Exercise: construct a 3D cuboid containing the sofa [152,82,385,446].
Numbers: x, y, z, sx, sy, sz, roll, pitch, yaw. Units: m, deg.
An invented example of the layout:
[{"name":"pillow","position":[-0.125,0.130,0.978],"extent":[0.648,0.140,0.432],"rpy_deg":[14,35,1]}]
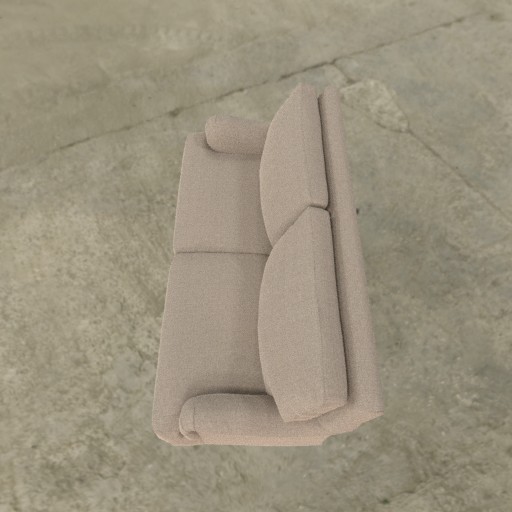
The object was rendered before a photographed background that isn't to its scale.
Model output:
[{"name":"sofa","position":[0.000,0.000,2.770],"extent":[1.087,1.054,2.160],"rpy_deg":[0,58,0]}]
